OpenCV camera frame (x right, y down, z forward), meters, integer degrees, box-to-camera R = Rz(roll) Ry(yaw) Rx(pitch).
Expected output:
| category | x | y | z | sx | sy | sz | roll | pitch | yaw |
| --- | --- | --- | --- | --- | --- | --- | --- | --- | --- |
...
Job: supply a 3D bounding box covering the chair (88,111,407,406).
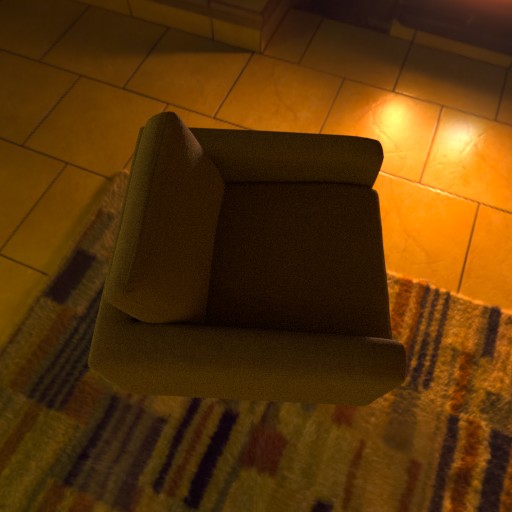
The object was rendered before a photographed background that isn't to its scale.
| category | x | y | z | sx | sy | sz | roll | pitch | yaw |
| --- | --- | --- | --- | --- | --- | --- | --- | --- | --- |
| chair | 0.000 | 0.000 | 1.870 | 1.100 | 0.847 | 1.070 | 3 | 63 | 1 |
